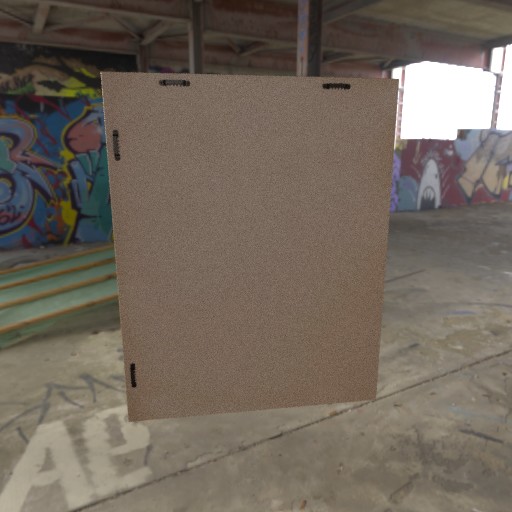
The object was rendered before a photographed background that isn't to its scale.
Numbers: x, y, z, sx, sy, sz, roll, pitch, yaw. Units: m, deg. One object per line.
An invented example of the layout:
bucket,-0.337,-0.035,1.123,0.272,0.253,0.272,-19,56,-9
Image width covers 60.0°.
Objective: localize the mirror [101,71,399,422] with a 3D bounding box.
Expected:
mirror,0.000,0.000,0.671,0.405,0.508,0.041,-2,14,-9
